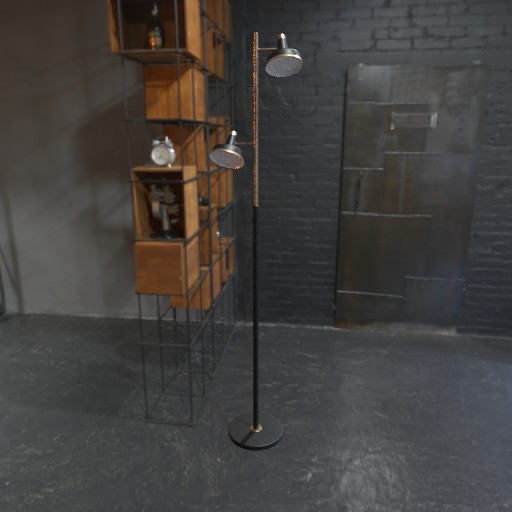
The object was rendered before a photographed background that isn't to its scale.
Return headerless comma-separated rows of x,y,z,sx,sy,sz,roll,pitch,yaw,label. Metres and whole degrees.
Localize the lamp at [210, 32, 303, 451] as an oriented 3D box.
0.000,0.000,1.822,0.351,1.674,0.253,2,15,9,lamp
